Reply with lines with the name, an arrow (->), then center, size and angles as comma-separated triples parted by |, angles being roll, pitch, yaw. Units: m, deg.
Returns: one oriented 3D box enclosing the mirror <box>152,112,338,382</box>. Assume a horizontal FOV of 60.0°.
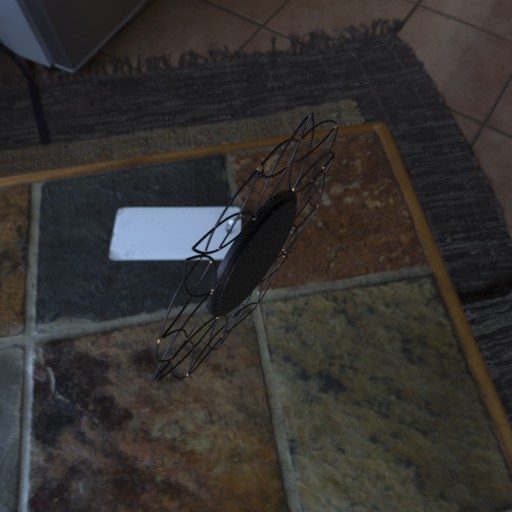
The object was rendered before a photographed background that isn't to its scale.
mirror -> 0.000, 0.000, 1.156 | 0.028, 0.775, 0.797 | 33, 69, 14
